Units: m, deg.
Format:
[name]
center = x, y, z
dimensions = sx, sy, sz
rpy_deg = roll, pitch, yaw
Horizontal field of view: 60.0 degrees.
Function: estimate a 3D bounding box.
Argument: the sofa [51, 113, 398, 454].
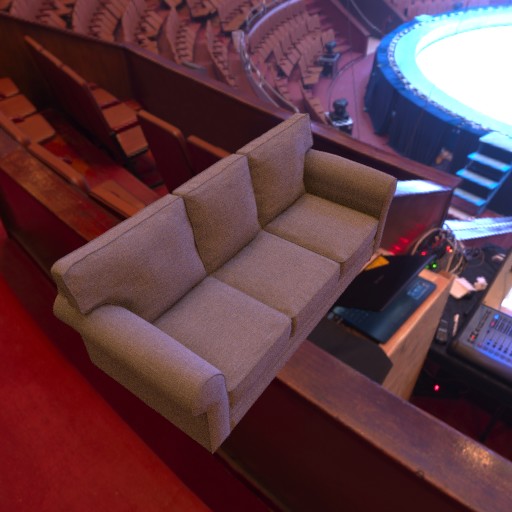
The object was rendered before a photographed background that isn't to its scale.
[sofa]
center = 0.000, 0.000, 2.635
dimensions = 0.916, 0.961, 2.084
rpy_deg = 25, 47, 26
